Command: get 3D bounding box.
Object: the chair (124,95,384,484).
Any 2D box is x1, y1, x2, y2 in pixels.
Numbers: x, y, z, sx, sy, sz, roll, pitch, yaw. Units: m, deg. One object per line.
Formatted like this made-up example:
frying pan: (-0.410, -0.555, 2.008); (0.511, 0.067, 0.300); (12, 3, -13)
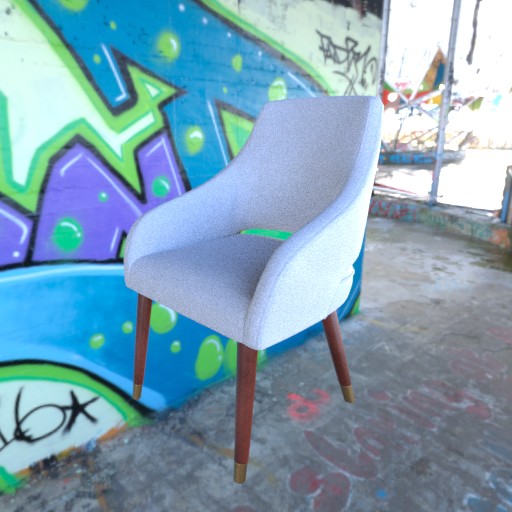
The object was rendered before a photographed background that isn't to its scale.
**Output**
chair: (0.000, 0.000, 1.280); (0.600, 0.889, 0.609); (-16, 23, -42)
